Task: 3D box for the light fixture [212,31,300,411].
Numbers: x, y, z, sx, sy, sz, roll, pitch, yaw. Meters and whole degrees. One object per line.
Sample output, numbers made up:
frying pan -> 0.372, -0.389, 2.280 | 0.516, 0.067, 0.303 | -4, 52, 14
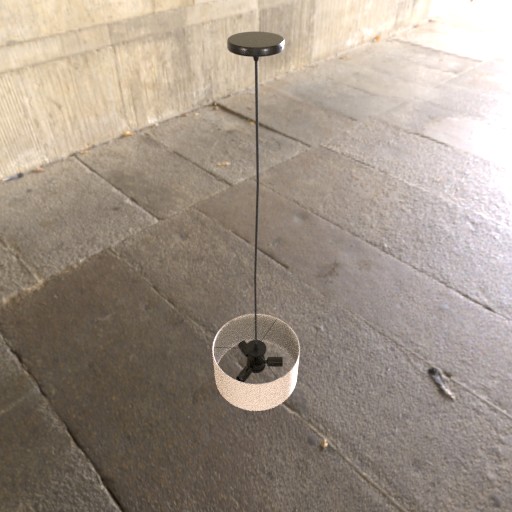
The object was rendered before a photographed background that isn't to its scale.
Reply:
light fixture -> 0.000, 0.000, 1.667 | 0.399, 1.516, 0.399 | 0, 41, 0
